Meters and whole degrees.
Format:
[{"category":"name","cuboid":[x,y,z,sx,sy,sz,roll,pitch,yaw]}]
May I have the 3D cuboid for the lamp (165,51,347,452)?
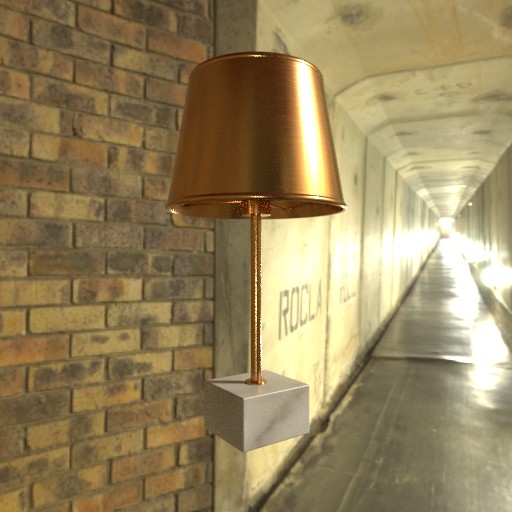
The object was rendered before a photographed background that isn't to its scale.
[{"category":"lamp","cuboid":[0.000,0.000,0.517,0.208,0.406,0.208,0,0,0]}]
